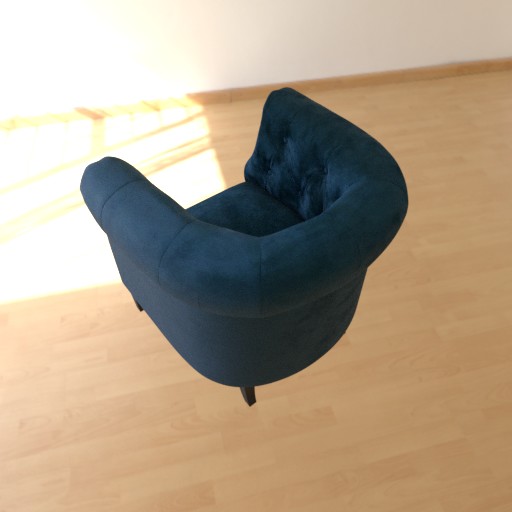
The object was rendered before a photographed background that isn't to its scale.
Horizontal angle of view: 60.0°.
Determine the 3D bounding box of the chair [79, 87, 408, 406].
[{"bbox_3d":[0.000,0.000,1.601,0.904,0.826,0.851,-31,54,-26],"label":"chair"}]
